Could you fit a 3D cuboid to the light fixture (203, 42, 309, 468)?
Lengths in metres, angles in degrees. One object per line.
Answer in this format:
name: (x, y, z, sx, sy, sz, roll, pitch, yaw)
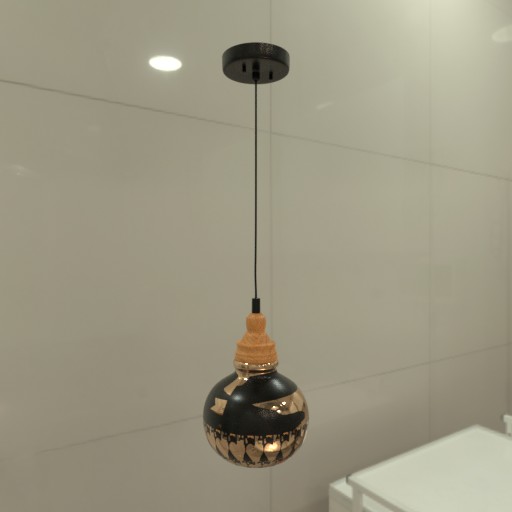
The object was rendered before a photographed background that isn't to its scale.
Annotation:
light fixture: (0.000, 0.000, 1.805, 0.430, 1.606, 0.430, 0, 0, -35)
